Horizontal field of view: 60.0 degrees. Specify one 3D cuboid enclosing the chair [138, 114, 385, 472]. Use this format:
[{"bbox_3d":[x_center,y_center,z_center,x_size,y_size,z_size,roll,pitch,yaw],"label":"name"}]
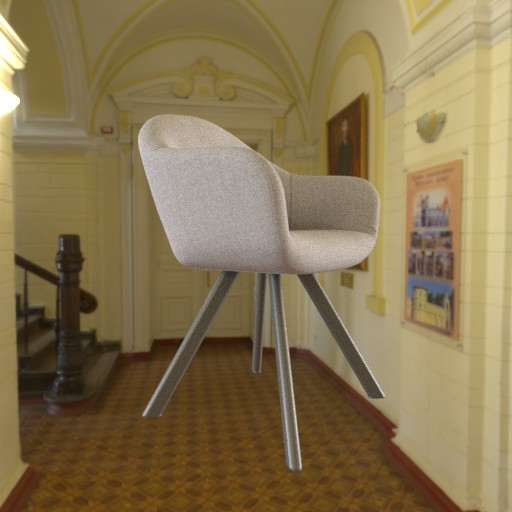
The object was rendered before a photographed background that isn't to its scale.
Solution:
[{"bbox_3d":[0.000,0.000,1.187,0.550,0.795,0.590,2,3,36],"label":"chair"}]
